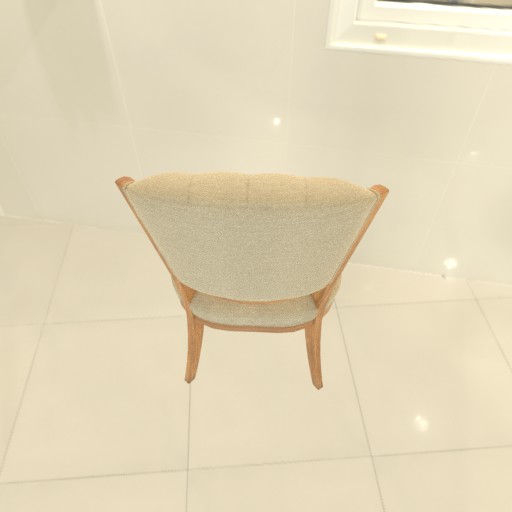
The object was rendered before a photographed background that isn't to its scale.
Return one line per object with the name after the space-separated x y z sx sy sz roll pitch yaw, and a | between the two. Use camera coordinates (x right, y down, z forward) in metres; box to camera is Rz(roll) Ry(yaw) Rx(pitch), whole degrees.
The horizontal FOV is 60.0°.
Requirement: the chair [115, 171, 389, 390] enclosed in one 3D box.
0.000 0.000 1.235 0.513 0.905 0.584 2 48 2 | chair
